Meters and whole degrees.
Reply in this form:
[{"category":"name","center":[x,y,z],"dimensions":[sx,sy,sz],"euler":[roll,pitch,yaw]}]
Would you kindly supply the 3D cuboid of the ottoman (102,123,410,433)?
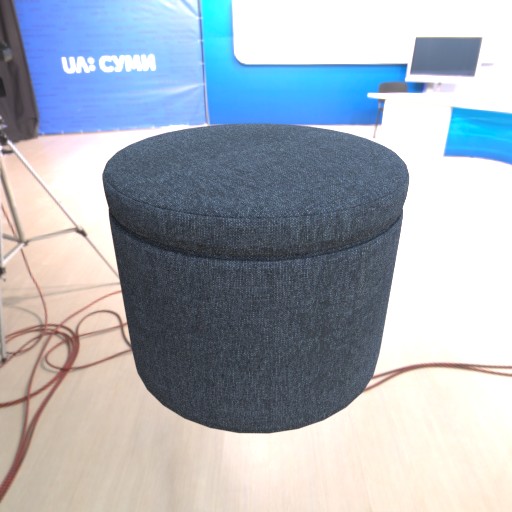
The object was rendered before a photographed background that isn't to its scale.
[{"category":"ottoman","center":[0.000,0.000,0.837],"dimensions":[0.500,0.419,0.500],"euler":[0,29,0]}]
